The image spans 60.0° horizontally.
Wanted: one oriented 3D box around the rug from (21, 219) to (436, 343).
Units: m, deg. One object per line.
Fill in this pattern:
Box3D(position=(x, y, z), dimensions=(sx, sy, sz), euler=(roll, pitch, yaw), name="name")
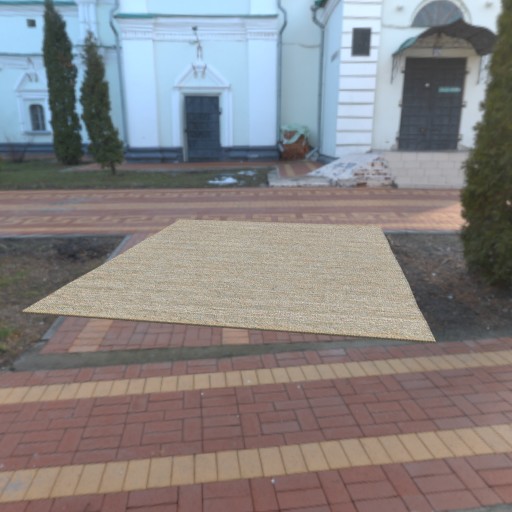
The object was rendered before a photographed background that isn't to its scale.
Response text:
Box3D(position=(0.000, 0.000, 3.996), dimensions=(2.471, 0.012, 3.034), euler=(3, 16, 9), name="rug")
